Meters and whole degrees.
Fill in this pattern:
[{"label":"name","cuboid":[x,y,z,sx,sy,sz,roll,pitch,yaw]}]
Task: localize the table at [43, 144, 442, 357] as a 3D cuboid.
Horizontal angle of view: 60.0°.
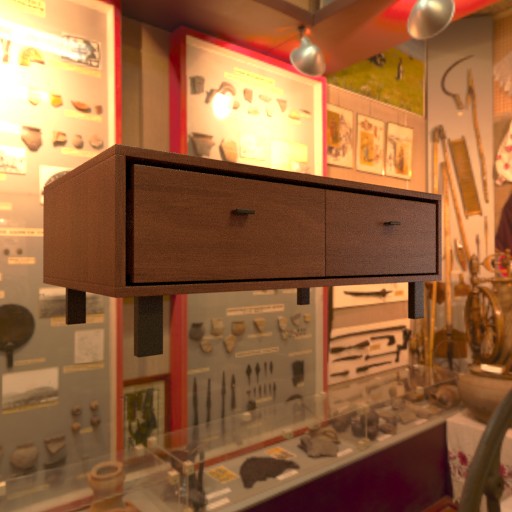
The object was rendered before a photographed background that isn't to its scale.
[{"label":"table","cuboid":[0.000,0.000,1.290,1.020,0.380,0.600,0,0,-37]}]
